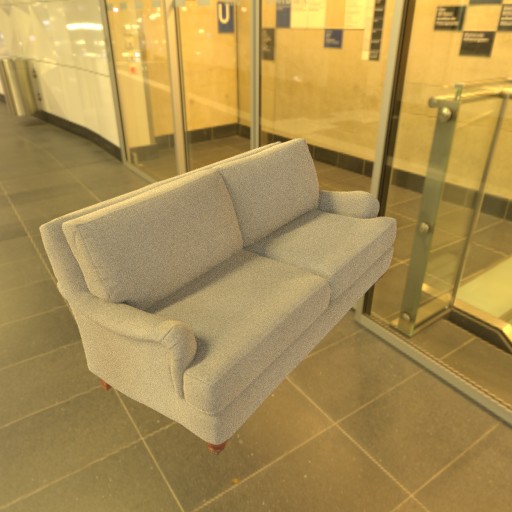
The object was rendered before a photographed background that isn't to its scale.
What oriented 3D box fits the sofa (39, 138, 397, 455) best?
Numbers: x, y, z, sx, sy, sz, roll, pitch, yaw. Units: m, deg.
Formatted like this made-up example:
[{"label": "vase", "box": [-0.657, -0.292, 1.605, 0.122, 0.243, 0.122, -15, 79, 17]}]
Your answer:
[{"label": "sofa", "box": [0.000, 0.000, 2.673, 1.091, 0.997, 2.070, 19, 33, 31]}]
